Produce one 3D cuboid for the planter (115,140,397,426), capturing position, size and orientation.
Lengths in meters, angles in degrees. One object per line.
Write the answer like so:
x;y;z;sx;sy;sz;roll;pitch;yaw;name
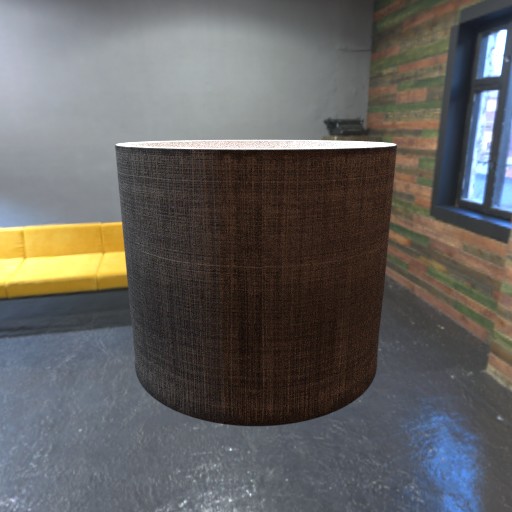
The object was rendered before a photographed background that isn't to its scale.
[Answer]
0.000;0.000;0.448;0.254;0.221;0.254;0;16;0;planter
